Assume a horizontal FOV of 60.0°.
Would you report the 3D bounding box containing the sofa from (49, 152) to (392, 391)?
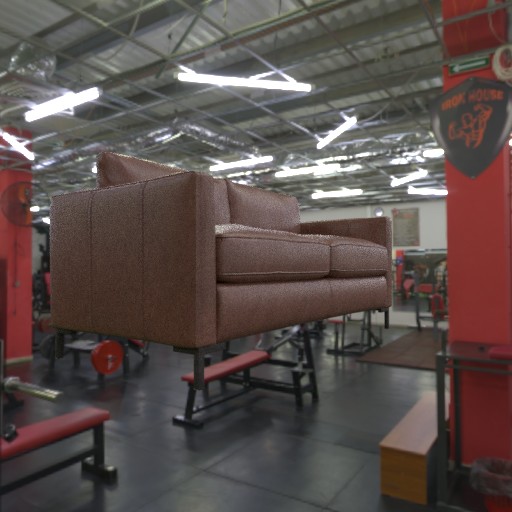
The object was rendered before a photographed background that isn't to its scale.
[{"bbox_3d":[0.000,0.000,2.308,0.899,0.883,1.797,-1,-1,36],"label":"sofa"}]
